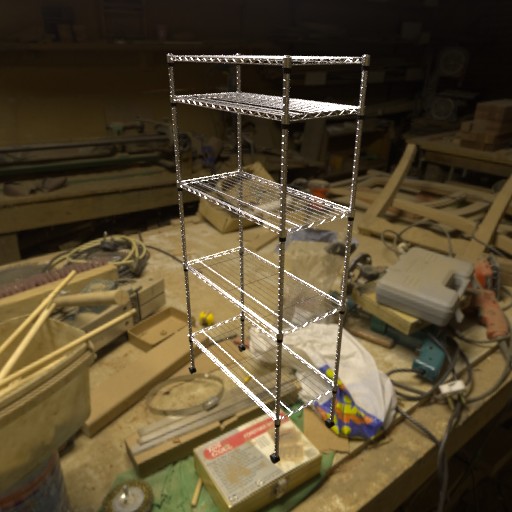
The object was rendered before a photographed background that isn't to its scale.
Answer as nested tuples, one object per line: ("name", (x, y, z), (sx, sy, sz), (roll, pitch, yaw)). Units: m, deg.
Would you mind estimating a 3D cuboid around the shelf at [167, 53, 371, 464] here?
("shelf", (0.000, 0.000, 1.918), (0.356, 1.587, 0.762), (-17, 30, -33))
